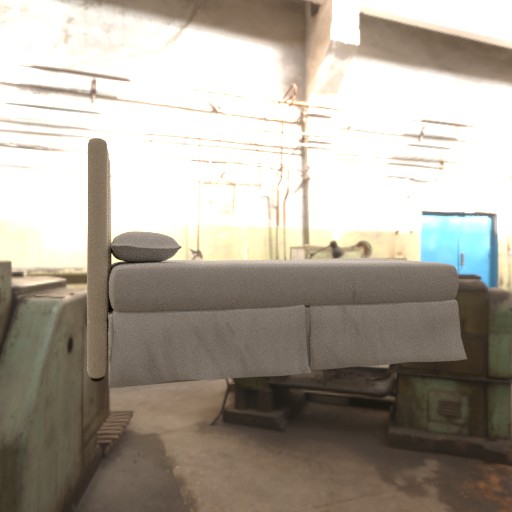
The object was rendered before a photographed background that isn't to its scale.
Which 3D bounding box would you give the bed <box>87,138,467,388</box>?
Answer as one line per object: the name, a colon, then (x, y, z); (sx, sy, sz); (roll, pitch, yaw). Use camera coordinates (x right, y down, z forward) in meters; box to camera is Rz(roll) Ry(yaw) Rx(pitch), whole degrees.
bed: (0.000, 0.000, 3.580); (2.477, 1.437, 1.977); (0, 0, -18)
